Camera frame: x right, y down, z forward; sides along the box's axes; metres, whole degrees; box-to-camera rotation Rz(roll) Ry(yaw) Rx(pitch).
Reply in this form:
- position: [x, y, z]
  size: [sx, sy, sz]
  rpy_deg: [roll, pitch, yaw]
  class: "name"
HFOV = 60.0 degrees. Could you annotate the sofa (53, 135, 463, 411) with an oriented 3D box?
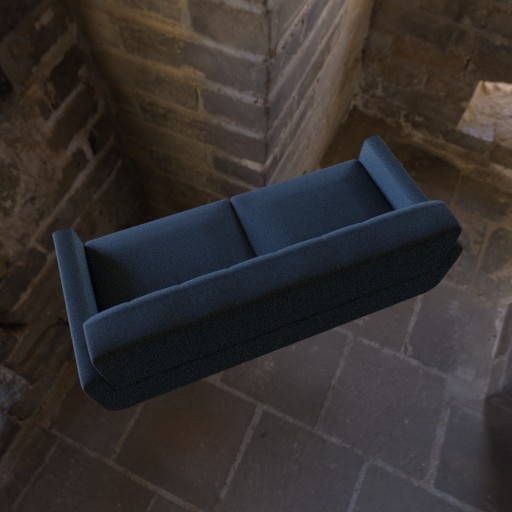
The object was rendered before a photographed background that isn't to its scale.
- position: [0.000, 0.000, 2.538]
  size: [2.055, 0.884, 0.942]
  rpy_deg: [-19, 61, -11]
  class: "sofa"
